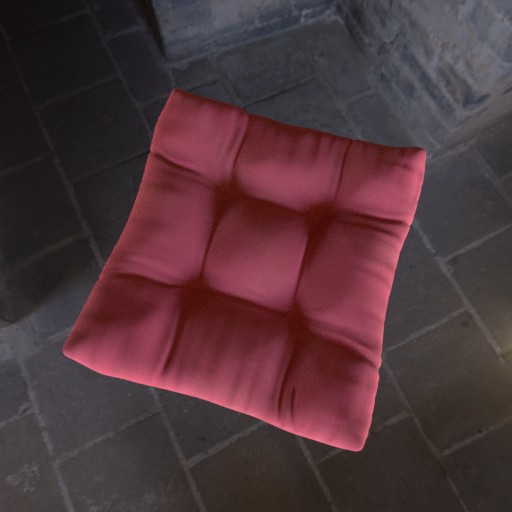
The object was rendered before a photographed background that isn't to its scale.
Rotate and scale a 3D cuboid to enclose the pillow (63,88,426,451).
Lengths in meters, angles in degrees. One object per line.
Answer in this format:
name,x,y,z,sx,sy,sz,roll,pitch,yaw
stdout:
pillow,0.000,0.000,0.726,0.468,0.128,0.490,16,75,4
